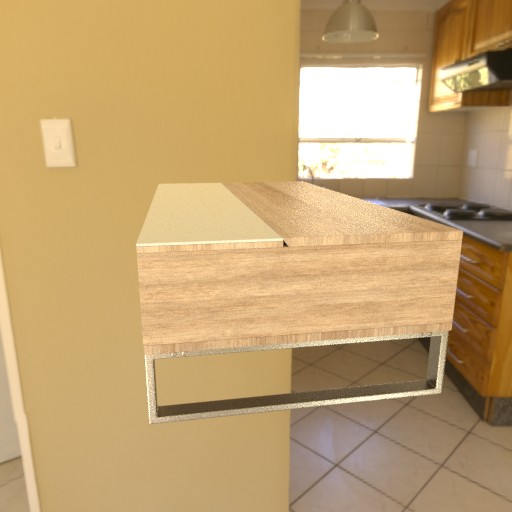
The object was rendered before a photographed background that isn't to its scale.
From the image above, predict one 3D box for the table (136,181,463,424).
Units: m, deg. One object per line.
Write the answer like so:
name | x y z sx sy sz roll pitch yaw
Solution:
table | 0.000 0.000 1.354 0.600 0.350 1.100 -3 15 -10
